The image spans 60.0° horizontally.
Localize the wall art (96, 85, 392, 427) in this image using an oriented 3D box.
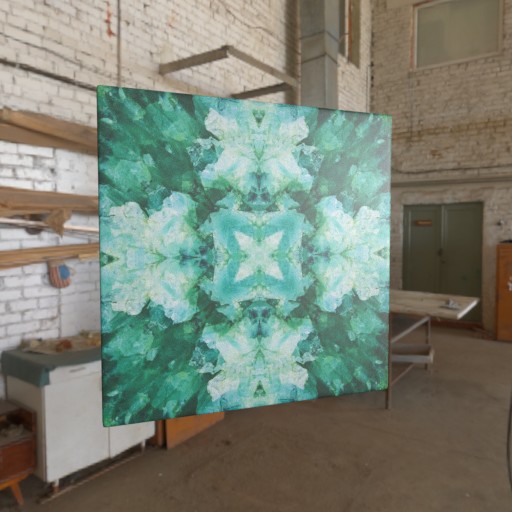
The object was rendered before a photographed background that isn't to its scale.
[{"bbox_3d":[0.000,0.000,0.470,0.313,0.313,0.033,-1,3,-19],"label":"wall art"}]
